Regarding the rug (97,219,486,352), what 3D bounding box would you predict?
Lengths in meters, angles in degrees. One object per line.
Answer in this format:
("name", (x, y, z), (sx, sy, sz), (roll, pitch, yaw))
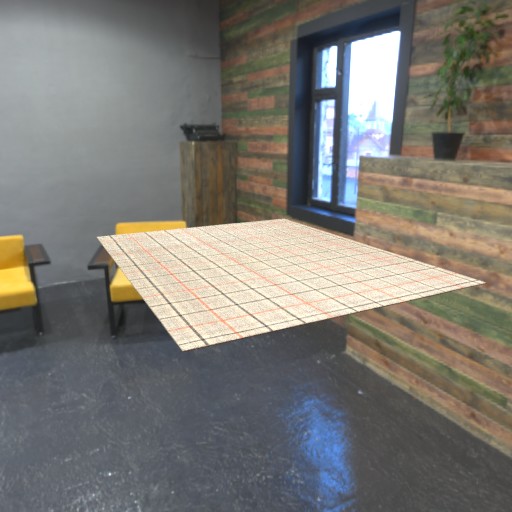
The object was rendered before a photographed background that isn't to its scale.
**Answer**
("rug", (0.000, 0.000, 4.188), (2.444, 0.012, 3.048), (-8, 17, -26))
